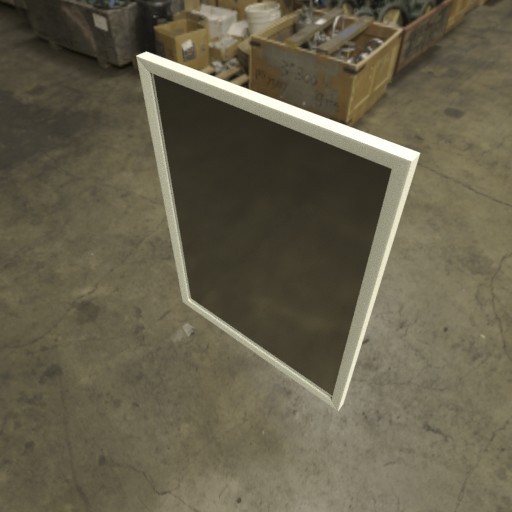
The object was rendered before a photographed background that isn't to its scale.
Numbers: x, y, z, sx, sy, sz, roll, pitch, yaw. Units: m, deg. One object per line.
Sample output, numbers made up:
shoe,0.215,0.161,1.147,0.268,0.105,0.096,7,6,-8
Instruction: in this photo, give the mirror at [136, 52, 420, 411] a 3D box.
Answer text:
mirror,0.000,0.000,1.347,0.762,1.016,0.040,30,53,26
